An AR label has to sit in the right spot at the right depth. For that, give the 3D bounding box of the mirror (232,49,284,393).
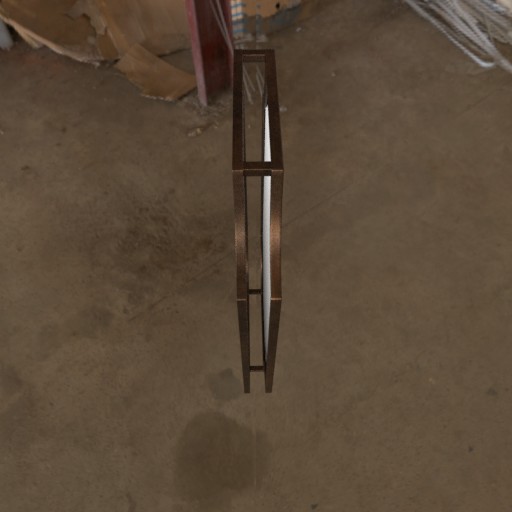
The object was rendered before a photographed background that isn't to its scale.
[{"bbox_3d":[0.000,0.000,0.970,0.066,0.811,0.462,-1,58,-1],"label":"mirror"}]
